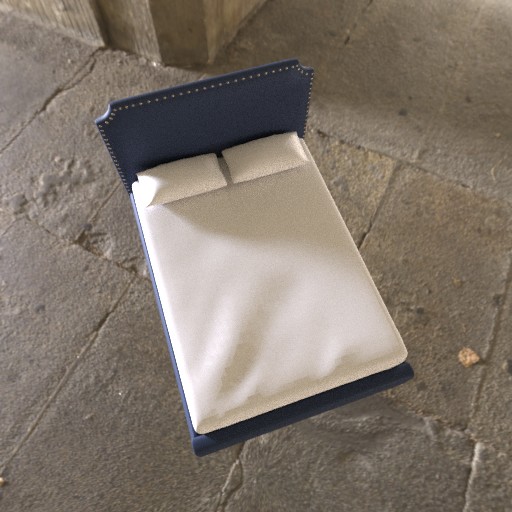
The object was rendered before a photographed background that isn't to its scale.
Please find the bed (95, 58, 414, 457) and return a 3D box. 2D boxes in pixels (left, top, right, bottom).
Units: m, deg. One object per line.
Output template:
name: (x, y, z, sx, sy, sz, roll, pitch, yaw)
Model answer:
bed: (0.000, 0.000, 3.393, 1.712, 1.443, 2.372, -17, 65, -8)
